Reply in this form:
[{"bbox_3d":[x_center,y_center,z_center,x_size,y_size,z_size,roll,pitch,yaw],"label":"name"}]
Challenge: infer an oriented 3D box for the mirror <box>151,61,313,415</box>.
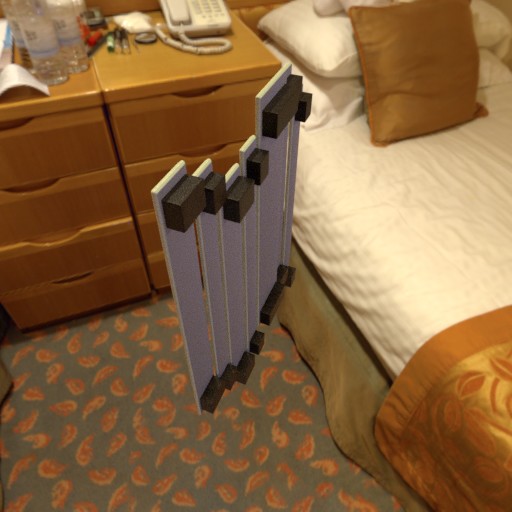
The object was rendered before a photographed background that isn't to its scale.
[{"bbox_3d":[0.000,0.000,0.815,0.058,0.611,0.445,17,48,16],"label":"mirror"}]
